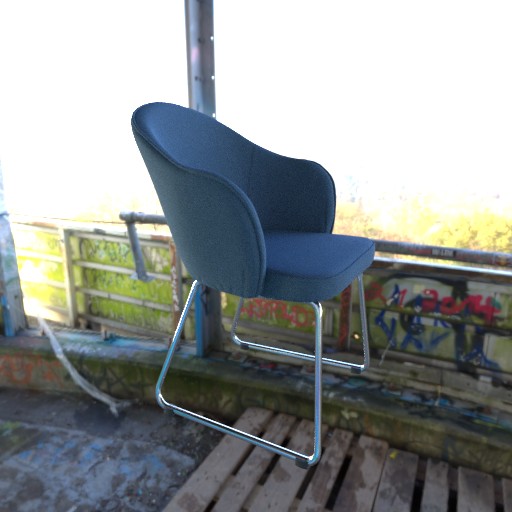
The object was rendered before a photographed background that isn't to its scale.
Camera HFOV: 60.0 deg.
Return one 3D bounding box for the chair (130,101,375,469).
[{"bbox_3d":[0.000,0.000,1.209,0.585,0.815,0.570,8,17,26],"label":"chair"}]
